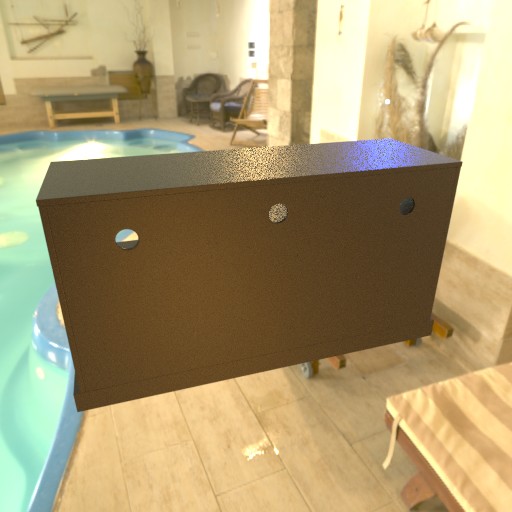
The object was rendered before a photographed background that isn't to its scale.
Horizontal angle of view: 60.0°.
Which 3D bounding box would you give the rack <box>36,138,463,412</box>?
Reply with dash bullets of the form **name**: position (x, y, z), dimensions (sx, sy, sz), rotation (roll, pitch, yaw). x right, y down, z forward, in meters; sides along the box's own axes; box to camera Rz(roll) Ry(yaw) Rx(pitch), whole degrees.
- **rack**: position (0.000, 0.000, 1.473), dimensions (1.206, 0.635, 0.399), rotation (-8, 27, -16)
